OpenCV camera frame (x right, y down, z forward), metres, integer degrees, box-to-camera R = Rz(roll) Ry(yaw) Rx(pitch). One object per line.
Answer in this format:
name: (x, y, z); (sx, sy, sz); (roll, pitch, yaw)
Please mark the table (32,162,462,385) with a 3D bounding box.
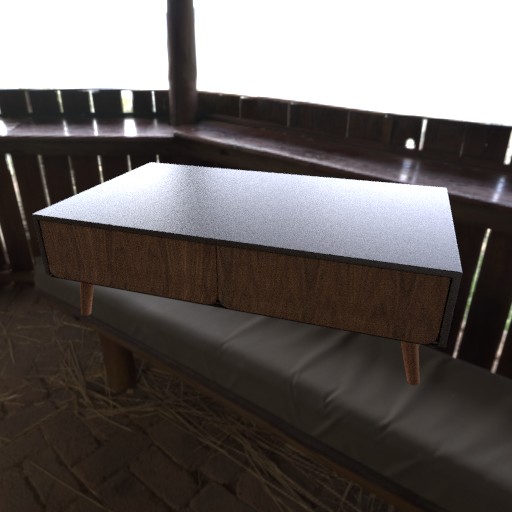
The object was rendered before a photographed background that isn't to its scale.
table: (0.000, 0.000, 1.540); (1.201, 0.404, 0.703); (8, 27, 17)
